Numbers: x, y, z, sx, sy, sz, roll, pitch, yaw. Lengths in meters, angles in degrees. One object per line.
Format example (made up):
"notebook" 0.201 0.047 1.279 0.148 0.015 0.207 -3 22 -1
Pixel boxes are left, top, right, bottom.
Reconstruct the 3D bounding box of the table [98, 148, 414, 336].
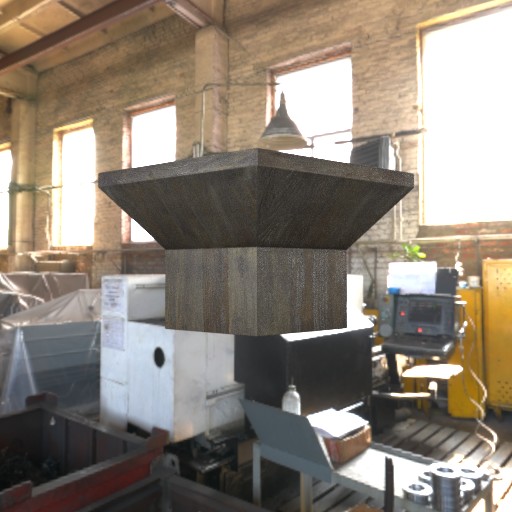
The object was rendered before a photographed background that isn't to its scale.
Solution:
"table" 0.000 0.000 1.624 0.966 0.488 1.115 0 -2 0
